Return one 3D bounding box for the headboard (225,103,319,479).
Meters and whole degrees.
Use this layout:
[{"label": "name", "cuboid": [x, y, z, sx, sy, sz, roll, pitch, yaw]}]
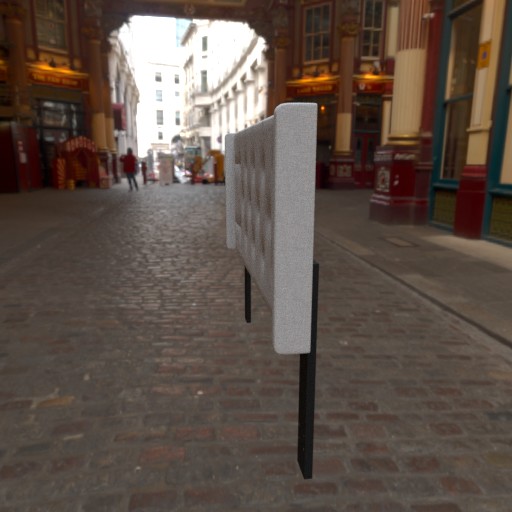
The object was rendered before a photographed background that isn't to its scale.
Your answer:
[{"label": "headboard", "cuboid": [0.000, 0.000, 2.660, 0.184, 1.524, 2.051, -2, 13, -9]}]
